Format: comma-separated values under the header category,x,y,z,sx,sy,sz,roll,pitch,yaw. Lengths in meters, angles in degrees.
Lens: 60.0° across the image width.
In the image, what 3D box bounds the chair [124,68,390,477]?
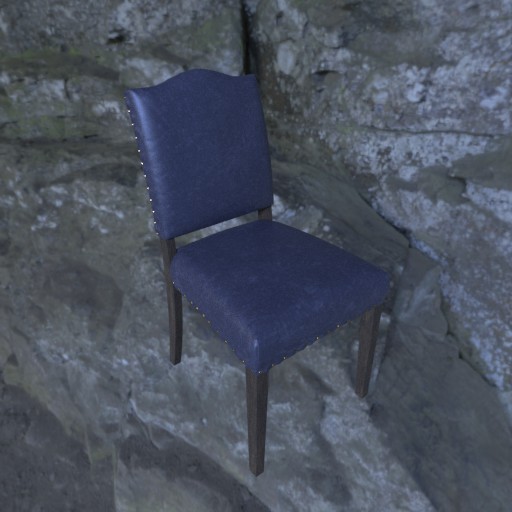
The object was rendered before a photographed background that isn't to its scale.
category,x,y,z,sx,sy,sz,roll,pitch,yaw
chair,0.000,0.000,1.334,0.500,0.991,0.633,-22,37,-32
